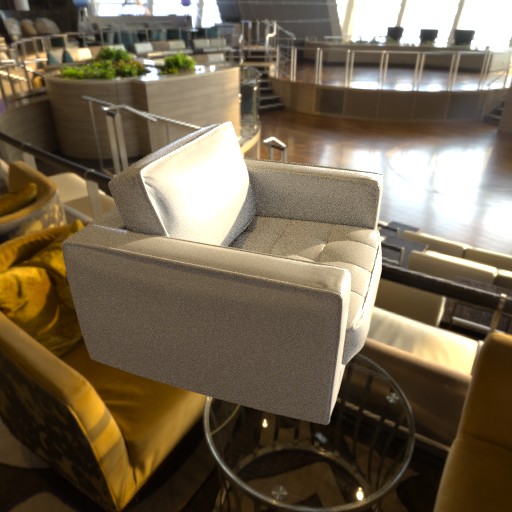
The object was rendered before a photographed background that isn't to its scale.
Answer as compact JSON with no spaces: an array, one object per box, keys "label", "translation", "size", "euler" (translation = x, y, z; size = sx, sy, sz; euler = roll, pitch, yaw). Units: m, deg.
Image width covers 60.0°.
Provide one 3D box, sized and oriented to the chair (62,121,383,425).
[{"label":"chair","translation":[0.000,0.000,1.548],"size":[0.843,0.773,0.928],"euler":[10,31,17]}]
